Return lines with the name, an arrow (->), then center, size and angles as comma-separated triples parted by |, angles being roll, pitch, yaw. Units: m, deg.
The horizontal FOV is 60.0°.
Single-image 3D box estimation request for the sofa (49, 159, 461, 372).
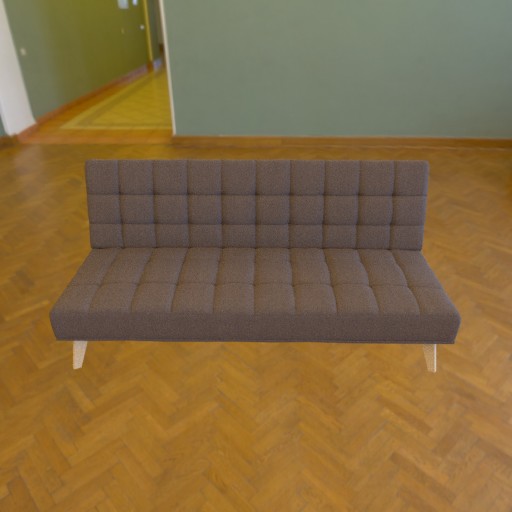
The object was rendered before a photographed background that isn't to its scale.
sofa -> 0.000, 0.000, 2.237 | 1.800, 0.810, 0.860 | 0, 30, 1
